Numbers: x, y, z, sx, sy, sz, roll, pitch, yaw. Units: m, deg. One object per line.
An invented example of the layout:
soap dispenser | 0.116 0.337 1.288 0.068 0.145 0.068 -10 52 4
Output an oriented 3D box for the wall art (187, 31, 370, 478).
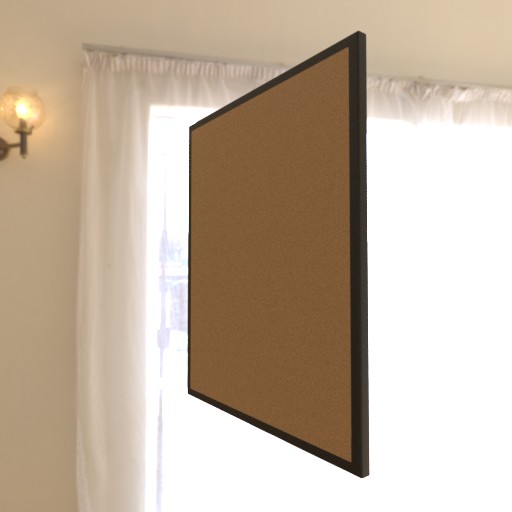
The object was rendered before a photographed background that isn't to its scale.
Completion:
wall art | 0.000 0.000 0.773 0.018 0.582 0.481 1 -2 -36
